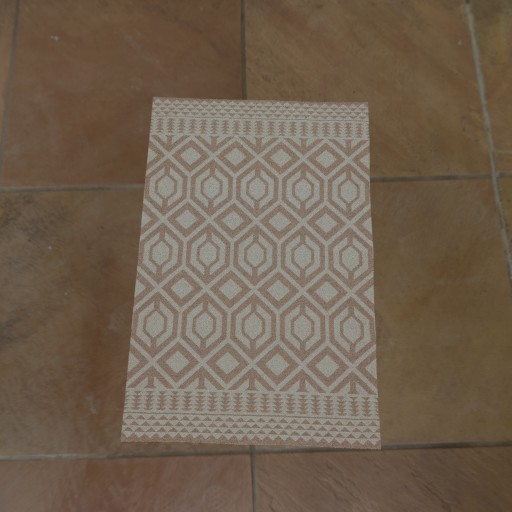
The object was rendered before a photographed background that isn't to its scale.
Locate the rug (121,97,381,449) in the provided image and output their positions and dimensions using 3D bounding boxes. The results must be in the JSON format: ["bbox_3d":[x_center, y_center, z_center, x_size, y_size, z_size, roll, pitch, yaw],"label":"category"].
[{"bbox_3d":[0.000,0.000,2.298,1.219,0.008,1.829,2,76,0],"label":"rug"}]
